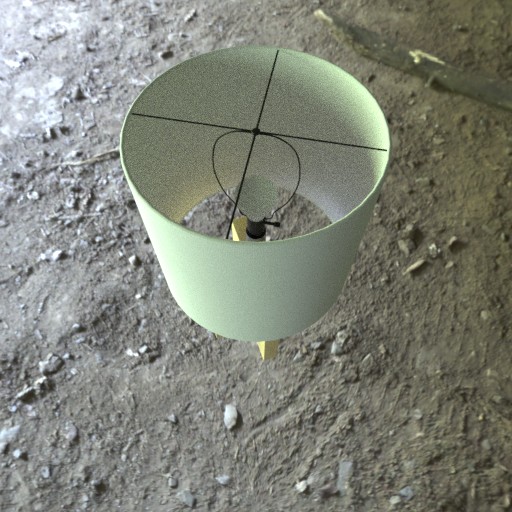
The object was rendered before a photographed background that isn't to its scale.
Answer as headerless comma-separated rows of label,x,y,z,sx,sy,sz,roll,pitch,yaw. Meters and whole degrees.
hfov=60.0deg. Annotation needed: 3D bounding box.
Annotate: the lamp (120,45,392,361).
lamp,0.000,0.000,0.559,0.229,0.428,0.229,-16,62,-9
